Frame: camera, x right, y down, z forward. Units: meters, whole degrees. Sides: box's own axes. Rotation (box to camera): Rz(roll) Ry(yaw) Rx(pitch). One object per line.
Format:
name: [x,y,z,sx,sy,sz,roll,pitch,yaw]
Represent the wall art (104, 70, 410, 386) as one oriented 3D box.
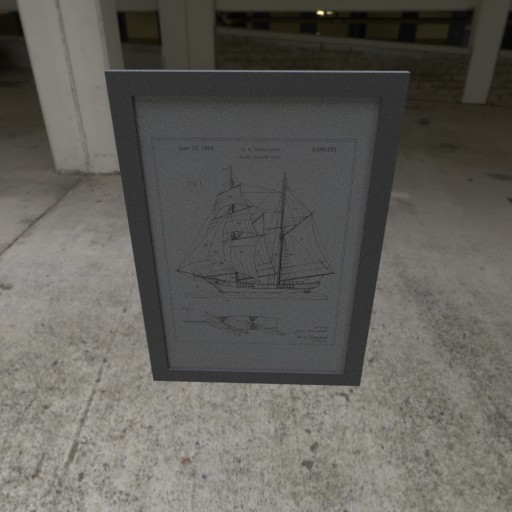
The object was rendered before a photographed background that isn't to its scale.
wall art: [0.000,0.000,0.687,0.380,0.534,0.013,1,30,2]
